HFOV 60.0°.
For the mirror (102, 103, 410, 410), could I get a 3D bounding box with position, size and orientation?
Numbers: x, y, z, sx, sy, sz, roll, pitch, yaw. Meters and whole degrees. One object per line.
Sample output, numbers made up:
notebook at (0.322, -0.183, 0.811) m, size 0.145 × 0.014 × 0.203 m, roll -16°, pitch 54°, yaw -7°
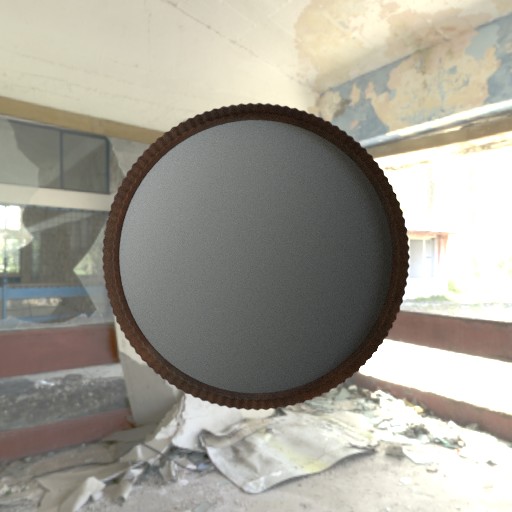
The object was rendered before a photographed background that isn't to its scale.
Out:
mirror at (0.000, 0.000, 0.900) m, size 0.609 × 0.609 × 0.056 m, roll 0°, pitch -1°, yaw 0°
